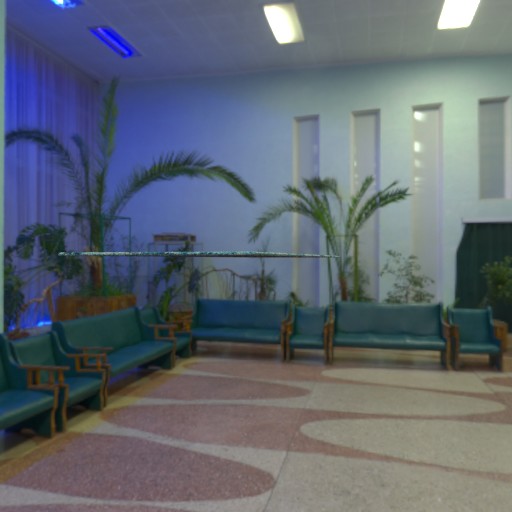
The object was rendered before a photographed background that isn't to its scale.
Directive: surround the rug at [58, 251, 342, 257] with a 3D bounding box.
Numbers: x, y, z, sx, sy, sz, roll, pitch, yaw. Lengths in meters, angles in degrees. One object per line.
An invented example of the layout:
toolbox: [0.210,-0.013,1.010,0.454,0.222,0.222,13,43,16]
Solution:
rug: [0.000,0.000,2.654,0.750,0.011,2.435,0,0,17]
